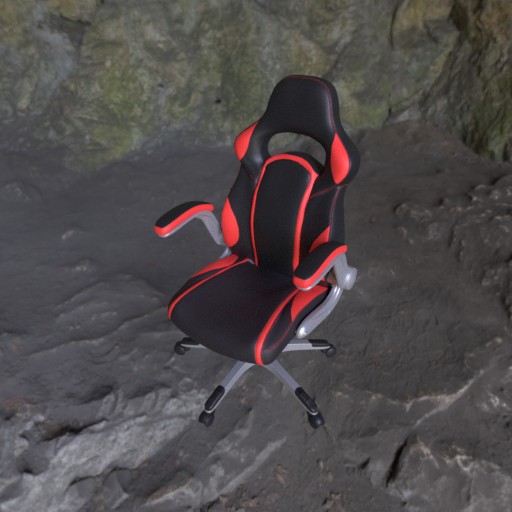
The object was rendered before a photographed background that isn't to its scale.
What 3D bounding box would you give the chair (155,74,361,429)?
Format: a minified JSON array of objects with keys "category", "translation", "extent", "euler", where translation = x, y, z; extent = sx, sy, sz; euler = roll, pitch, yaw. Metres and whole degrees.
[{"category":"chair","translation":[0.000,0.000,1.628],"extent":[0.758,1.165,0.712],"euler":[20,36,29]}]
